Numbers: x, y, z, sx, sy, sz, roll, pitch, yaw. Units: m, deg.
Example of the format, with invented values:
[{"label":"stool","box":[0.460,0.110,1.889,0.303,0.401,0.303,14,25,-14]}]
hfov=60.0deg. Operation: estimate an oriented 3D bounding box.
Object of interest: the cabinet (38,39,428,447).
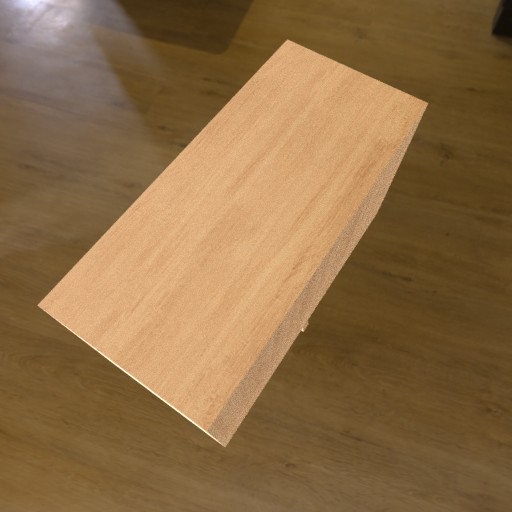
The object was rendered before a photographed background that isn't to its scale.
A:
[{"label":"cabinet","box":[0.000,0.000,1.541,0.500,0.780,1.110,31,68,14]}]
